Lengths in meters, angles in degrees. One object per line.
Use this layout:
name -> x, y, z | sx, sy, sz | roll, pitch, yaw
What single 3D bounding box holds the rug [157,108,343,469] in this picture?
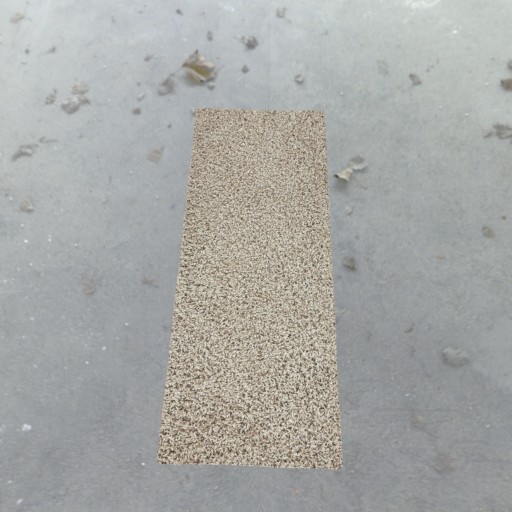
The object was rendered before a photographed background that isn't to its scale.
rug -> 0.000, 0.000, 1.773 | 0.609, 0.030, 1.524 | 1, 65, 1
